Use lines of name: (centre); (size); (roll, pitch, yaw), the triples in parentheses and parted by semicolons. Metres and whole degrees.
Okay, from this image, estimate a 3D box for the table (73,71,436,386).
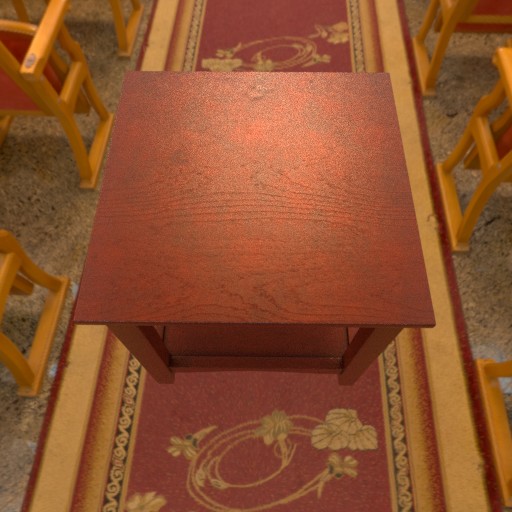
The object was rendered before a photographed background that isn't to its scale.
table: (0.000, 0.000, 0.973); (0.523, 0.558, 0.522); (3, 62, 1)
